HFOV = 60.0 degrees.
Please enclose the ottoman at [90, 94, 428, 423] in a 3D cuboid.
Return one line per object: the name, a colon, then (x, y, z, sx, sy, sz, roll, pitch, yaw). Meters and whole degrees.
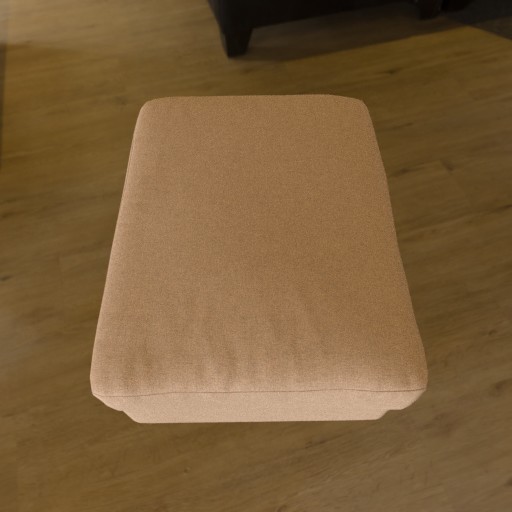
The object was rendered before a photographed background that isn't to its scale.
ottoman: (0.000, 0.000, 1.266, 0.692, 0.511, 0.902, -1, 57, 0)
